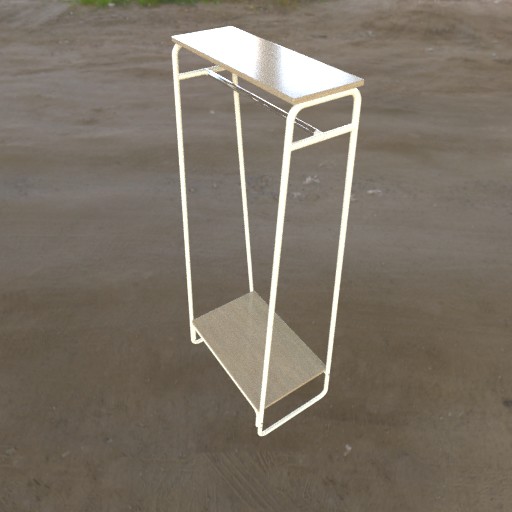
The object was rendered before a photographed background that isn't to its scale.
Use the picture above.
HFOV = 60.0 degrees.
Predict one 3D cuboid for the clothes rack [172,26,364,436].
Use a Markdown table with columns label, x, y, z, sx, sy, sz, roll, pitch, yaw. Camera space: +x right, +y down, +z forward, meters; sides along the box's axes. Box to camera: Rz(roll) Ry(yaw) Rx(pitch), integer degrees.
| label | x | y | z | sx | sy | sz | roll | pitch | yaw |
| --- | --- | --- | --- | --- | --- | --- | --- | --- | --- |
| clothes rack | 0.000 | 0.000 | 1.762 | 0.400 | 1.512 | 0.640 | -24 | 46 | -25 |
